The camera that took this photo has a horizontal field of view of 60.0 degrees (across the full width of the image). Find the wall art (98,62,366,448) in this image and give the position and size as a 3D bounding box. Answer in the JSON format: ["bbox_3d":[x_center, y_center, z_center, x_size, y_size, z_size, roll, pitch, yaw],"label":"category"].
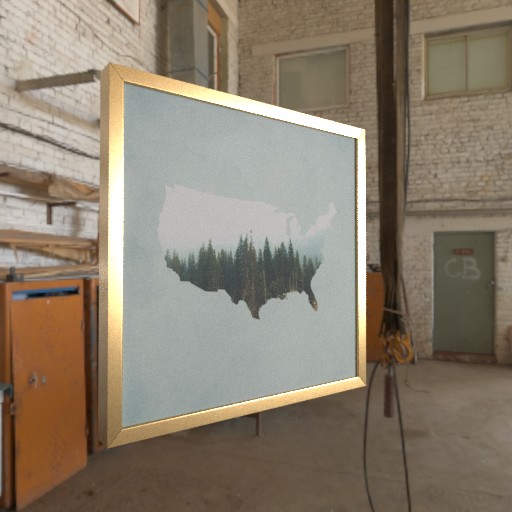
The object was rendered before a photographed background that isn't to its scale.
[{"bbox_3d":[0.000,0.000,0.749,0.509,0.509,0.040,1,-1,-36],"label":"wall art"}]
